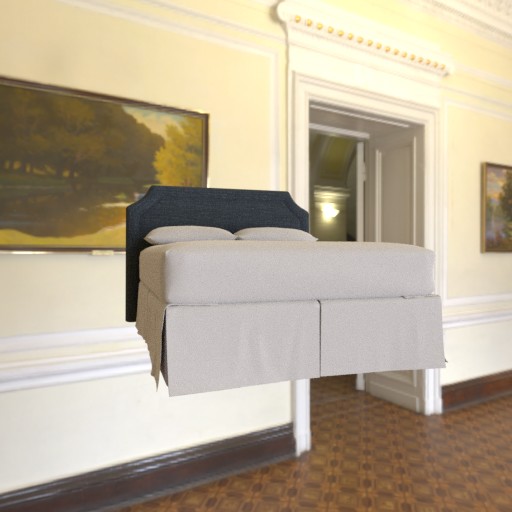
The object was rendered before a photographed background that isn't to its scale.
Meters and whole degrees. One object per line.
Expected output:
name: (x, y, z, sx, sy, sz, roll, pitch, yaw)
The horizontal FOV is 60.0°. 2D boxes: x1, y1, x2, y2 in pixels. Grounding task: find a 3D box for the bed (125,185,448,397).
bed: (0.000, 0.000, 3.332, 1.828, 1.297, 2.208, 0, 1, -18)
